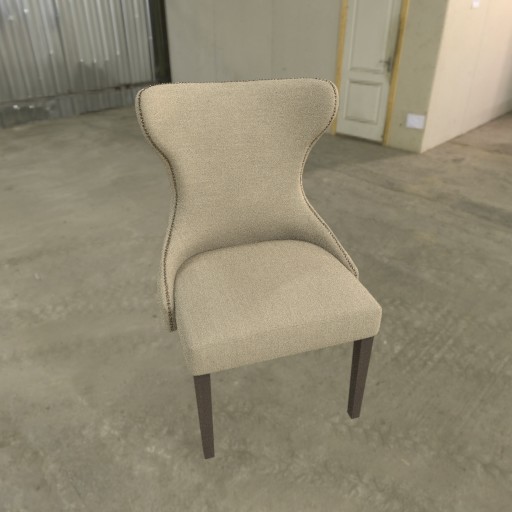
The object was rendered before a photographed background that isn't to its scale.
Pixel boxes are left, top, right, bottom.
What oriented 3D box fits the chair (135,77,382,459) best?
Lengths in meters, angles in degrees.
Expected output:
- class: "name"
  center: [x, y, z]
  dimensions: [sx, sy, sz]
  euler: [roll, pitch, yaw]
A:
- class: "chair"
  center: [0.000, 0.000, 1.383]
  dimensions: [0.628, 0.967, 0.635]
  euler: [-9, 32, -15]
